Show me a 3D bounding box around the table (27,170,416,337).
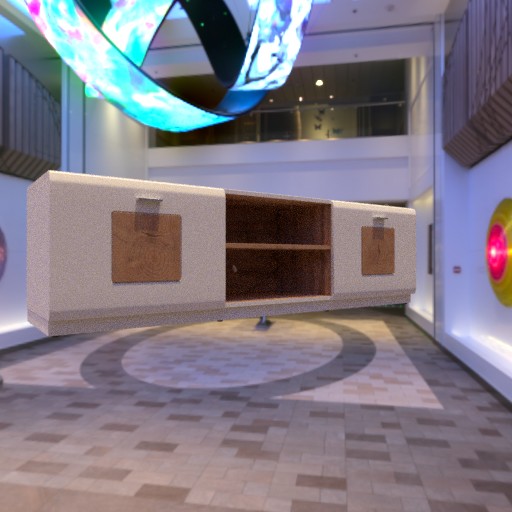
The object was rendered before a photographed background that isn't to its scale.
[{"bbox_3d":[0.000,0.000,1.731,1.550,0.440,0.400,0,0,-35],"label":"table"}]
